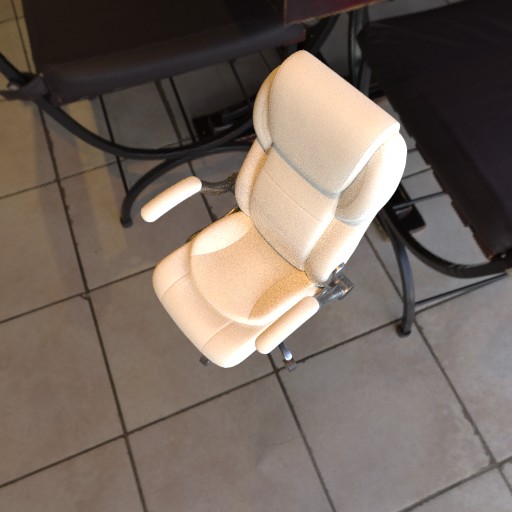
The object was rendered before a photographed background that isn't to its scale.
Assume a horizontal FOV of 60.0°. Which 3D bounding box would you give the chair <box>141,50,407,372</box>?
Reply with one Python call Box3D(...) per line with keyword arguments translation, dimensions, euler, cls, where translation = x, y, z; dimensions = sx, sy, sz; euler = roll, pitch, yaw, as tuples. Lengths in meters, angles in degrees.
Box3D(translation=(0.000, 0.000, 1.786), dimensions=(0.806, 1.330, 0.755), euler=(-38, 70, -16), cls="chair")
